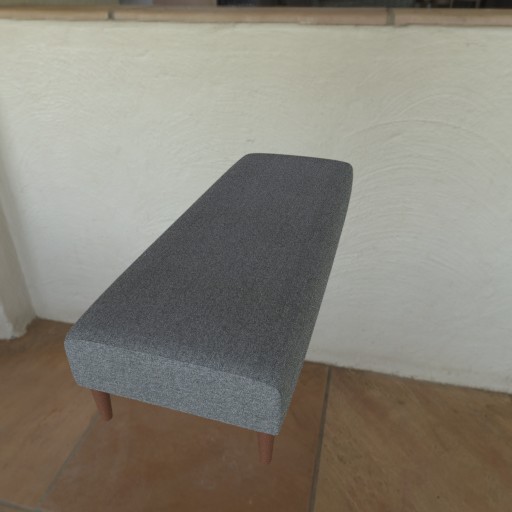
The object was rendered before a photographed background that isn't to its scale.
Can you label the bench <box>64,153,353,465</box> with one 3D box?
[{"bbox_3d":[0.000,0.000,1.820,0.631,0.384,1.598,9,32,14],"label":"bench"}]
